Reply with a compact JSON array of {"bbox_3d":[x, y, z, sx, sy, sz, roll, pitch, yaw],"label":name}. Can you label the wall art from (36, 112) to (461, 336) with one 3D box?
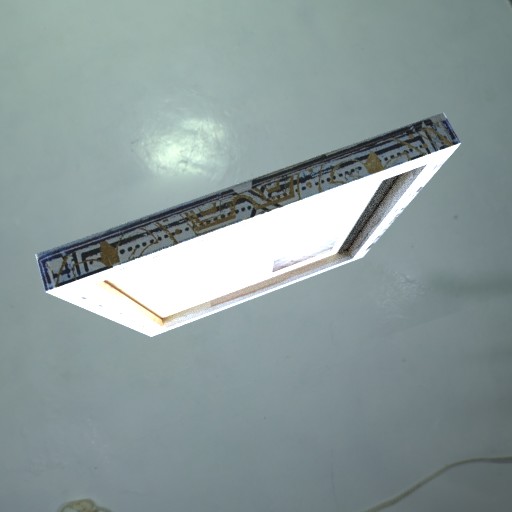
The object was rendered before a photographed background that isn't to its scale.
[{"bbox_3d":[0.000,0.000,0.610,0.411,0.410,0.038,-20,75,-6],"label":"wall art"}]
